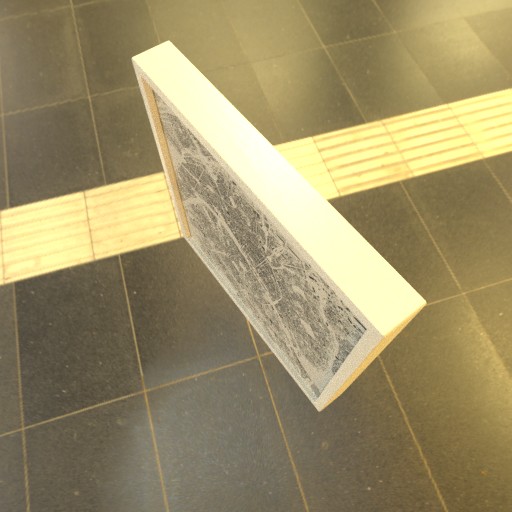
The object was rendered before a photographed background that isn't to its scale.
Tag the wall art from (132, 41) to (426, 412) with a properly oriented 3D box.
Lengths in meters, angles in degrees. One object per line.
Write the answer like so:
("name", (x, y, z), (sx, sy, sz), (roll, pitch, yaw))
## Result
("wall art", (0.000, 0.000, 0.459), (0.038, 0.305, 0.305), (-34, 68, -16))
